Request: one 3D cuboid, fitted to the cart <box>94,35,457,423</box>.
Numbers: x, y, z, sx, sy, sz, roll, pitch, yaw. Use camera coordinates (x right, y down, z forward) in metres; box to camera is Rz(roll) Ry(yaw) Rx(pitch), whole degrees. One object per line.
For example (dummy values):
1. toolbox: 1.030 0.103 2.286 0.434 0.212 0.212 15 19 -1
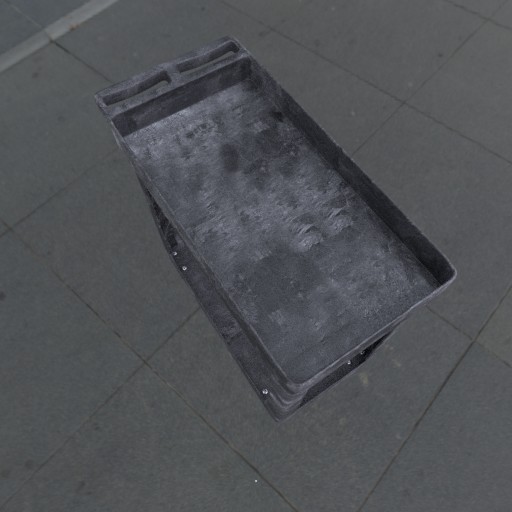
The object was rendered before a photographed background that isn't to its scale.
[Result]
1. cart: 0.000 0.000 1.369 0.420 0.824 0.877 -31 67 -14
